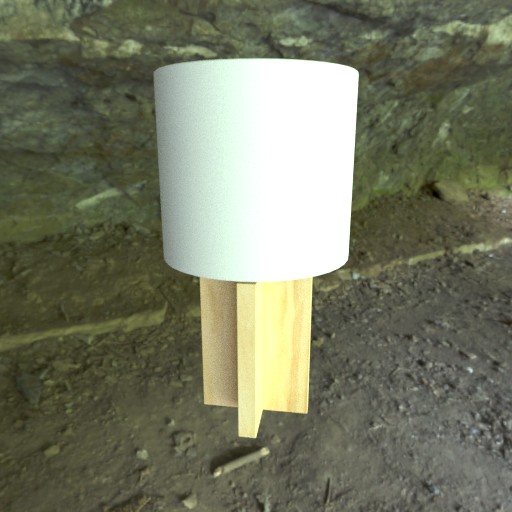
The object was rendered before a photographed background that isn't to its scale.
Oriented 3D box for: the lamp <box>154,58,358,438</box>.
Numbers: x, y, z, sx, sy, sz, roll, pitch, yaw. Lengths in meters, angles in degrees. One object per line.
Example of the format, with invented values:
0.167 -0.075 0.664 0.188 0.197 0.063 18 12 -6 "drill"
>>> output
0.000 0.000 0.561 0.229 0.428 0.229 2 15 9 "lamp"
